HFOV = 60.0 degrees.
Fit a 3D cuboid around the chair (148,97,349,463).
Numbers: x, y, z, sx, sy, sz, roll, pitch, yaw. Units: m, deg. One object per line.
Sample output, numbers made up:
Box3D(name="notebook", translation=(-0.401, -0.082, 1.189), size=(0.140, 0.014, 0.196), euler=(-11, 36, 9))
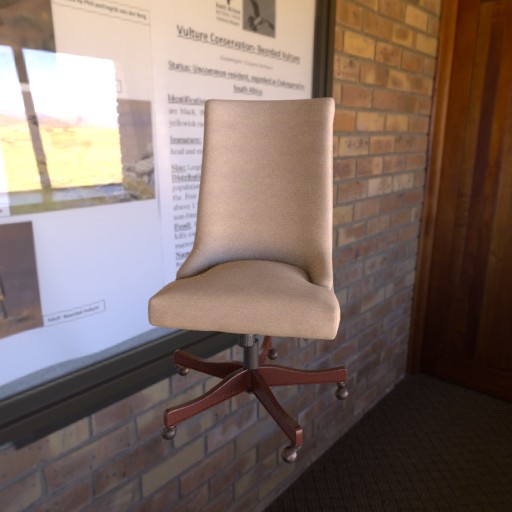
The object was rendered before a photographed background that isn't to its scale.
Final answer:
Box3D(name="chair", translation=(0.000, 0.000, 1.447), size=(0.645, 1.010, 0.696), euler=(3, 15, 9))
